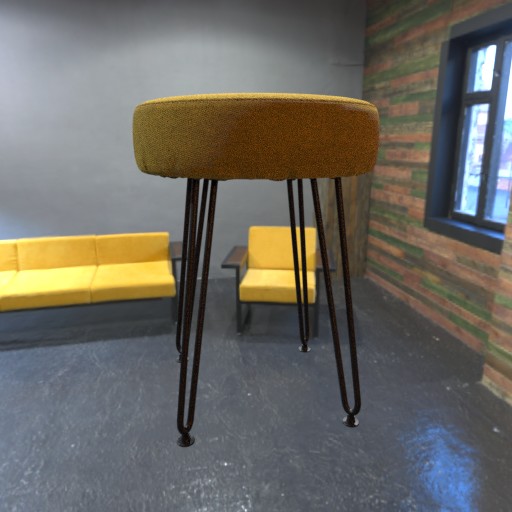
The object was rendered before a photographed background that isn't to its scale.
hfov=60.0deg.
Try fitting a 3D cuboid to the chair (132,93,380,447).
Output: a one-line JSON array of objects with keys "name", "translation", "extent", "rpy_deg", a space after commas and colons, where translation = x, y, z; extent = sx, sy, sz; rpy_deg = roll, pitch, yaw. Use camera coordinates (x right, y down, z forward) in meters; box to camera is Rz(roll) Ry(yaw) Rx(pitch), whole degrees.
[{"name": "chair", "translation": [0.000, 0.000, 0.686], "extent": [0.345, 0.455, 0.345], "rpy_deg": [-3, 15, -10]}]
